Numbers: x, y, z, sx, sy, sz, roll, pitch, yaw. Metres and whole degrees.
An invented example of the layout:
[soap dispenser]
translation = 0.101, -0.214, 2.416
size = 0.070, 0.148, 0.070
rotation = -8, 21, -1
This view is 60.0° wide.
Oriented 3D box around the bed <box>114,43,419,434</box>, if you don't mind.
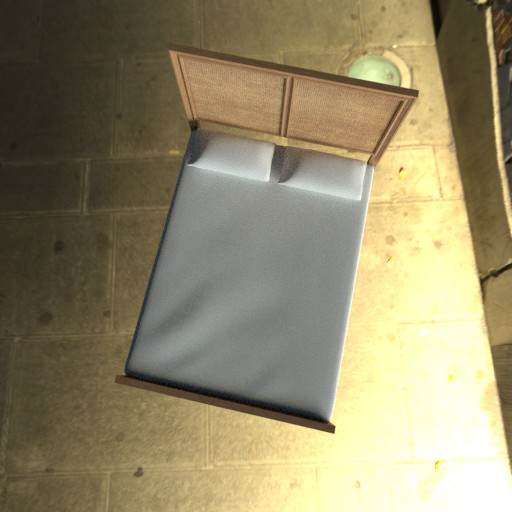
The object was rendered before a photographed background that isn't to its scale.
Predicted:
[bed]
translation = 0.000, 0.000, 3.226
size = 1.606, 1.387, 2.184
rotation = 12, 76, 3
